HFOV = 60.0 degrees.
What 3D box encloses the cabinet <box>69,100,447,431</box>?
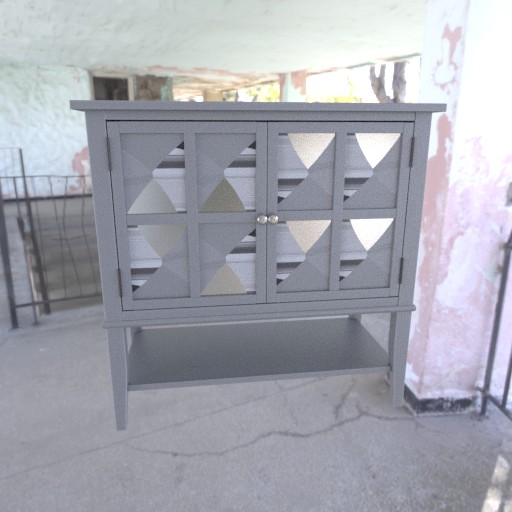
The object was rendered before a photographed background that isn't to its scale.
[{"bbox_3d":[0.000,0.000,1.222,0.801,0.780,0.396,-2,16,-8],"label":"cabinet"}]
